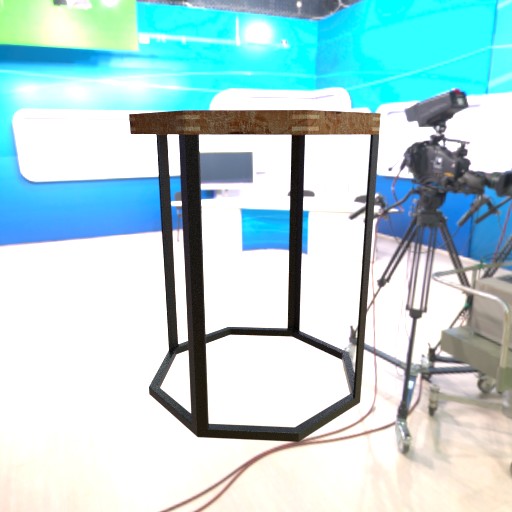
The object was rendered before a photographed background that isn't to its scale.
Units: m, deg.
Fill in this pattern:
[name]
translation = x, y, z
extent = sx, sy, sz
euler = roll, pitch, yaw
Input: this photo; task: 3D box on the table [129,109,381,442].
[table]
translation = 0.000, 0.000, 0.898
extent = 0.458, 0.543, 0.458
euler = 8, 17, 25
